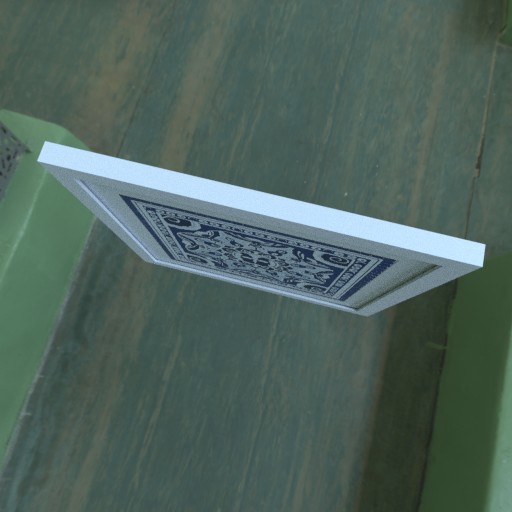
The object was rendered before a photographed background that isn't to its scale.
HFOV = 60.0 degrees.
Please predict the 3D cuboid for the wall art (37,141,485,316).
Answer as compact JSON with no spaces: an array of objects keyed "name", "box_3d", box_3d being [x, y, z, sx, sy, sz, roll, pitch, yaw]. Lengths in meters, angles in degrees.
[{"name":"wall art","box_3d":[0.000,0.000,0.814,0.559,0.559,0.028,14,77,3]}]
